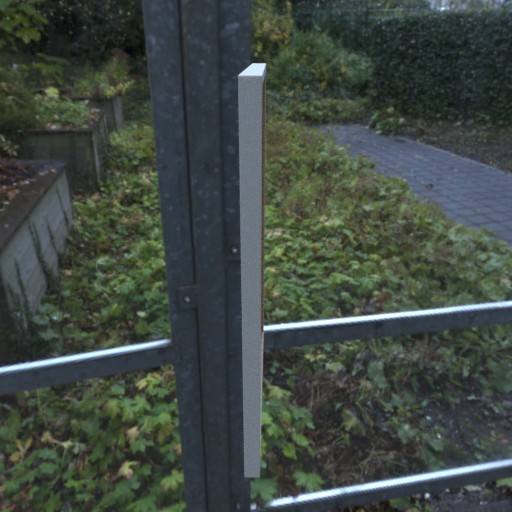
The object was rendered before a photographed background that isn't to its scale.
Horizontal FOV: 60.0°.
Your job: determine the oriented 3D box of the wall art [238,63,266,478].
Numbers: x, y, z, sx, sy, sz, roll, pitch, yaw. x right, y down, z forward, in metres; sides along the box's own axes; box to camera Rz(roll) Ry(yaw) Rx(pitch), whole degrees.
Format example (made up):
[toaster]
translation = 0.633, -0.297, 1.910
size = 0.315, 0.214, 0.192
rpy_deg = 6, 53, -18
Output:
[wall art]
translation = 0.000, 0.000, 1.169
size = 0.038, 0.914, 0.610
rpy_deg = 1, 25, 2
